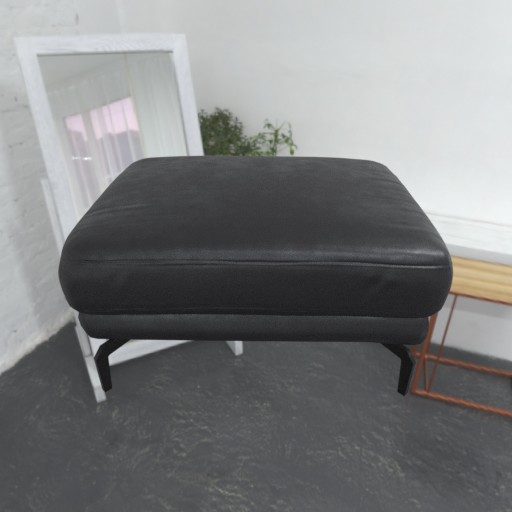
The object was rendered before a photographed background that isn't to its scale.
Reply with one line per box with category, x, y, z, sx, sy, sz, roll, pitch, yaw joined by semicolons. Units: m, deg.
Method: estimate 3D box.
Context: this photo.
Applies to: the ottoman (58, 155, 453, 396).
ottoman;0.000;0.000;1.109;0.764;0.402;0.570;0;30;1
